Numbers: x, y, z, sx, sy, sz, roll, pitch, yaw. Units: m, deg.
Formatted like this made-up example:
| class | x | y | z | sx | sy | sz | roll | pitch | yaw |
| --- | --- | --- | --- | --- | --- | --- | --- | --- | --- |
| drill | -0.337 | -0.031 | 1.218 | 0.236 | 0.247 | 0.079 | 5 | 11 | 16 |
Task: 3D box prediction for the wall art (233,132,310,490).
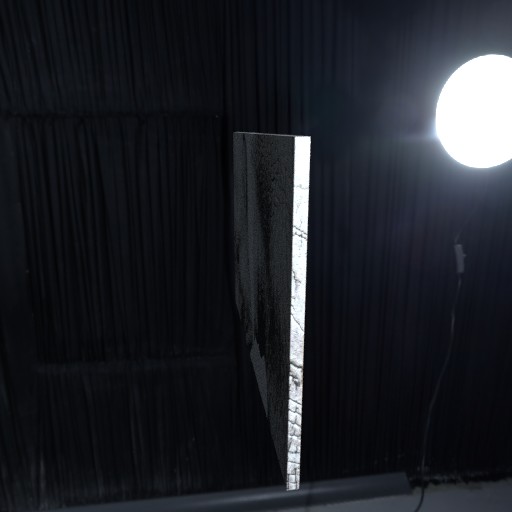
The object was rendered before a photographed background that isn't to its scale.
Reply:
| class | x | y | z | sx | sy | sz | roll | pitch | yaw |
| --- | --- | --- | --- | --- | --- | --- | --- | --- | --- |
| wall art | 0.000 | 0.000 | 1.140 | 0.023 | 0.607 | 0.914 | -2 | 16 | -8 |
